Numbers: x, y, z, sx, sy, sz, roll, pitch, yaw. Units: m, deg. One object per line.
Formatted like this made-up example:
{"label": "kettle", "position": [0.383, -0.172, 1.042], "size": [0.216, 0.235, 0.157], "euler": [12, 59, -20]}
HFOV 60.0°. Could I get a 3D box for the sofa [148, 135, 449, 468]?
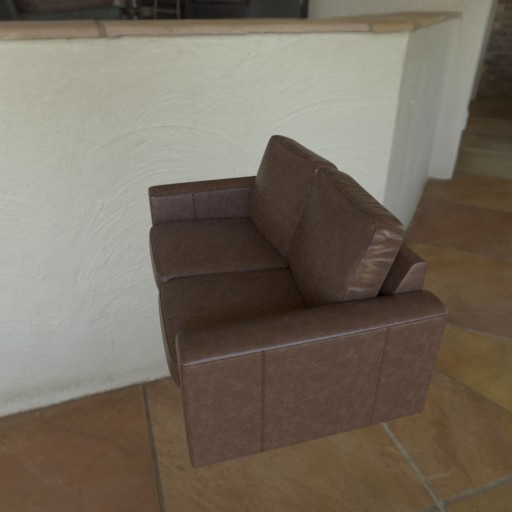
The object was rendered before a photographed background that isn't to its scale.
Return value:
{"label": "sofa", "position": [0.000, 0.000, 2.219], "size": [1.016, 0.873, 1.616], "euler": [-8, 31, -14]}
